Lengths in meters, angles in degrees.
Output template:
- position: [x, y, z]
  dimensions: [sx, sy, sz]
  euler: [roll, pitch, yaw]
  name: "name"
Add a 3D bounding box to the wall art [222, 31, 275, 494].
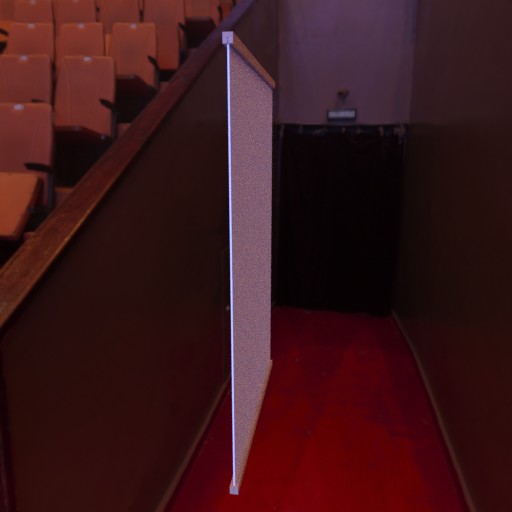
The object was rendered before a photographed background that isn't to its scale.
- position: [0.000, 0.000, 1.885]
  dimensions: [0.030, 1.519, 0.990]
  euler: [2, 14, 9]
  name: "wall art"
